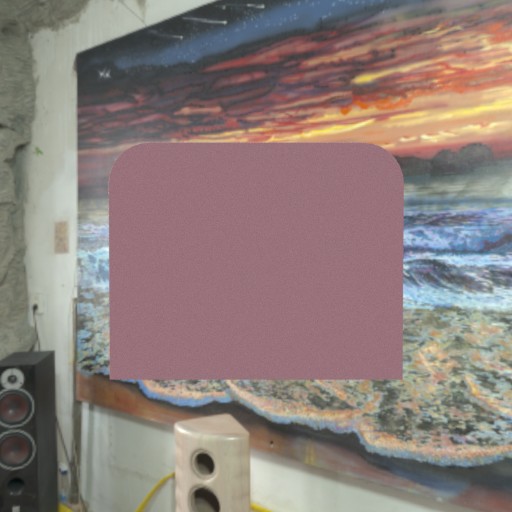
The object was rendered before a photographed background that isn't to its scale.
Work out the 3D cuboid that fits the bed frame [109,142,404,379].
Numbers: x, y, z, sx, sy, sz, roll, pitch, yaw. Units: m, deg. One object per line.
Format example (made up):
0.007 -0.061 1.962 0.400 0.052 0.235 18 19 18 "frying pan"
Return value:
0.000 0.000 2.483 0.998 0.805 1.963 0 1 0 "bed frame"
